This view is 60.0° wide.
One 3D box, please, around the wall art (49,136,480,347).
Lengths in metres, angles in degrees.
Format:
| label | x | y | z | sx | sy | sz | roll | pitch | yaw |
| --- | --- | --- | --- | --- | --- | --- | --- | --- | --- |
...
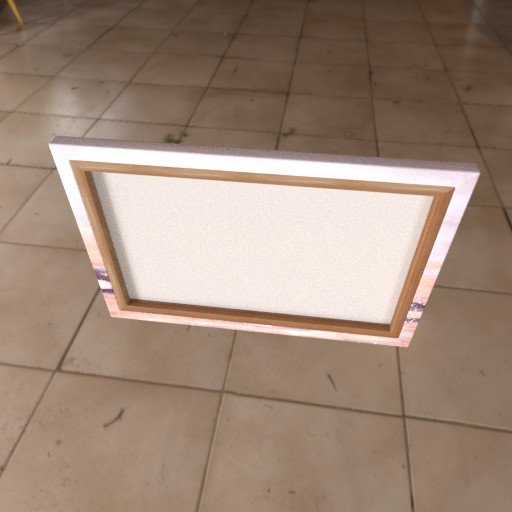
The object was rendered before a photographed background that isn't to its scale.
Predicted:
| label | x | y | z | sx | sy | sz | roll | pitch | yaw |
| --- | --- | --- | --- | --- | --- | --- | --- | --- | --- |
| wall art | 0.000 | 0.000 | 1.152 | 0.913 | 0.609 | 0.038 | 5 | 44 | 5 |
